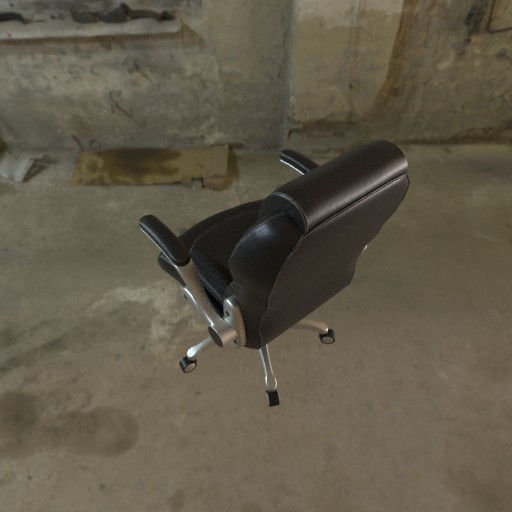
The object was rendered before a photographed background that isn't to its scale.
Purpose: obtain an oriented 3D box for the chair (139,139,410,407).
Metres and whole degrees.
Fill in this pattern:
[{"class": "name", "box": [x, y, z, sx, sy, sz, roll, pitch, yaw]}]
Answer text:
[{"class": "chair", "box": [0.000, 0.000, 1.675, 0.724, 1.141, 0.801, -31, 53, -26]}]
